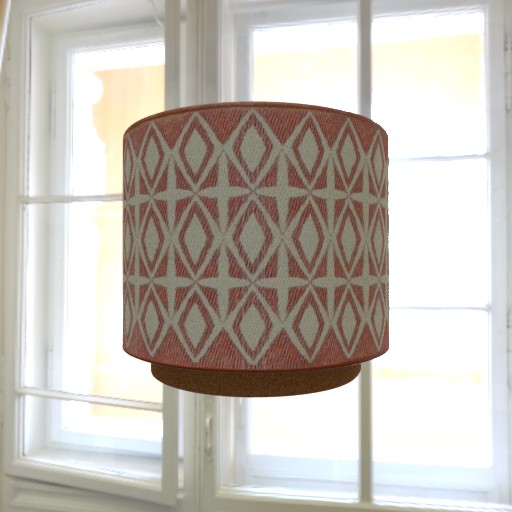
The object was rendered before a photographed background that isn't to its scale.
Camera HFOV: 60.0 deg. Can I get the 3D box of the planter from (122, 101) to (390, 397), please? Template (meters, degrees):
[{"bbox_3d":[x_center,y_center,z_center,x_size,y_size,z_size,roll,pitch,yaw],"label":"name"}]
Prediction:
[{"bbox_3d":[0.000,0.000,0.474,0.273,0.237,0.273,0,0,0],"label":"planter"}]
